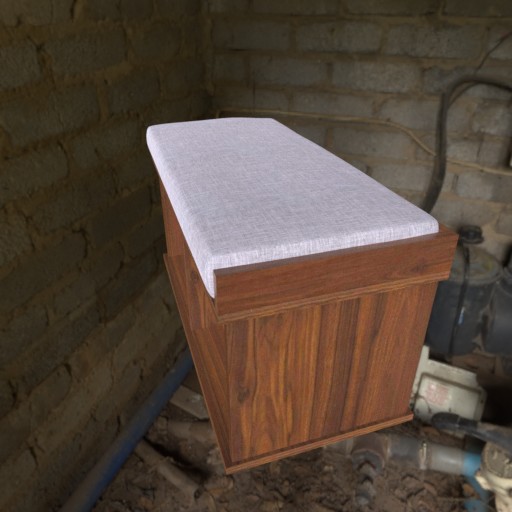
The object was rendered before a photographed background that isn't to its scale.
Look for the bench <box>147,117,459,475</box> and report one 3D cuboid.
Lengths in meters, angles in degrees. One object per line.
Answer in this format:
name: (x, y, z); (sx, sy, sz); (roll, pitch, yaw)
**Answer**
bench: (0.000, 0.000, 0.976); (0.362, 0.461, 0.734); (-9, 31, -16)
